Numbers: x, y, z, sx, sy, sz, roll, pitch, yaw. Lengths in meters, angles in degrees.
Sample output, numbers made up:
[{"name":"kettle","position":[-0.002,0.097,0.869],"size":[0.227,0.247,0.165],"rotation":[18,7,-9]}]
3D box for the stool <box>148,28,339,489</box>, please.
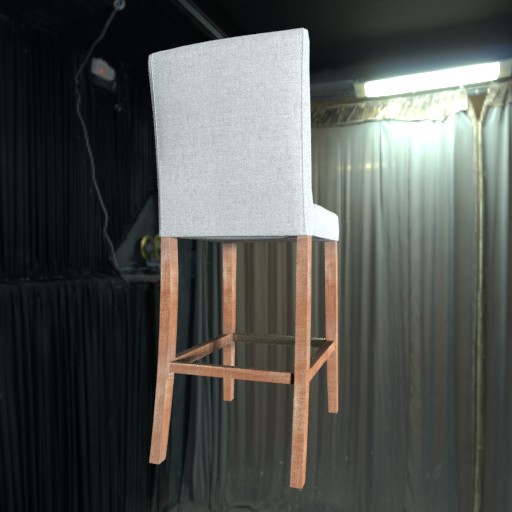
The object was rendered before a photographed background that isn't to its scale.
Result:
[{"name":"stool","position":[0.000,0.000,1.356],"size":[0.439,1.088,0.570],"rotation":[0,1,18]}]
